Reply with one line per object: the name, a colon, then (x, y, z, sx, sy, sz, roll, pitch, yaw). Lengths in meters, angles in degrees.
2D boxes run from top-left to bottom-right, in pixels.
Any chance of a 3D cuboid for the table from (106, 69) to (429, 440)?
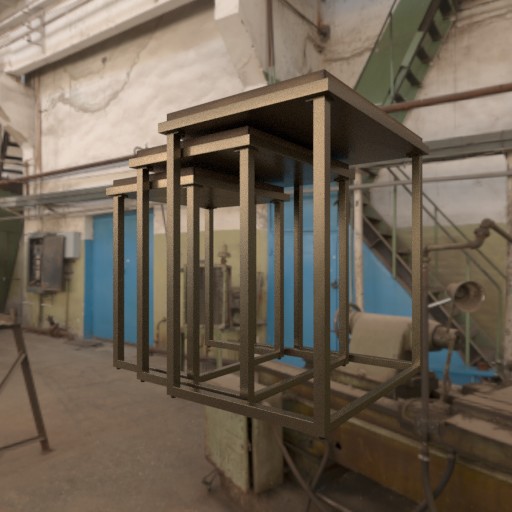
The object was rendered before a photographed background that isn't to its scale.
table: (0.000, 0.000, 1.140, 0.706, 0.610, 0.559, 0, 0, 37)
